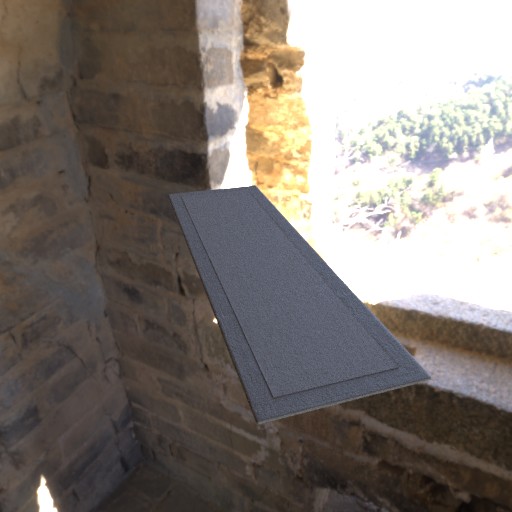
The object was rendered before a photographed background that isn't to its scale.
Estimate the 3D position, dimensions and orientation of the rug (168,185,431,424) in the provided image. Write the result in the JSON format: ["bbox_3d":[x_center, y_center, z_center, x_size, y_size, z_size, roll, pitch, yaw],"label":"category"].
[{"bbox_3d":[0.000,0.000,2.737,0.759,0.012,2.430,-9,30,-15],"label":"rug"}]
